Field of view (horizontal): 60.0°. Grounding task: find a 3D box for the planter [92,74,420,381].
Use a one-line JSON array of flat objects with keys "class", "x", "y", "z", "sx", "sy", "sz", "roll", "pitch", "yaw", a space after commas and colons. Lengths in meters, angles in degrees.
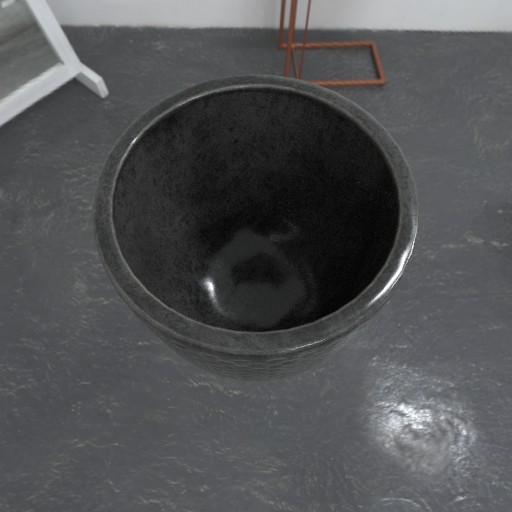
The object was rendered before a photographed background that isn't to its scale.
[{"class": "planter", "x": 0.000, "y": 0.000, "z": 0.246, "sx": 0.140, "sy": 0.129, "sz": 0.140, "roll": 0, "pitch": 65, "yaw": 0}]
